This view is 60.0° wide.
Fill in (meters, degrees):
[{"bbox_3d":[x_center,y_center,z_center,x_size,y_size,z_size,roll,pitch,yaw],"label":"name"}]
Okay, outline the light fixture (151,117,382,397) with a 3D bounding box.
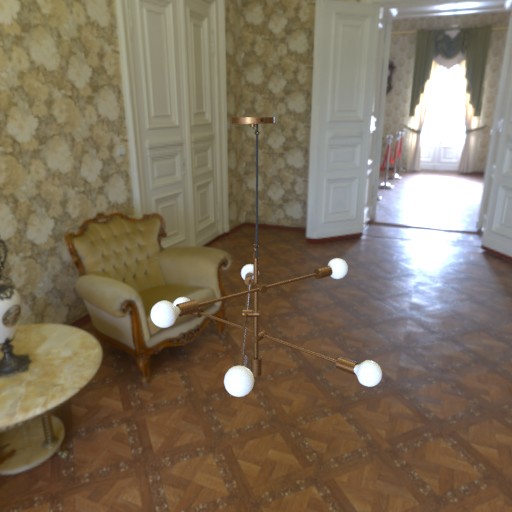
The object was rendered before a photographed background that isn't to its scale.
[{"bbox_3d":[0.000,0.000,1.245,0.637,0.744,0.682,-8,19,-23],"label":"light fixture"}]
